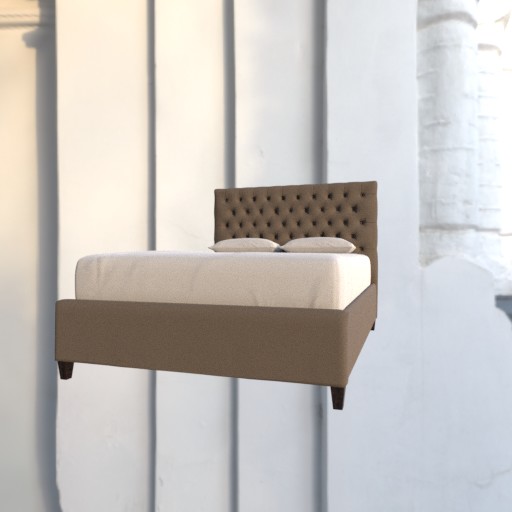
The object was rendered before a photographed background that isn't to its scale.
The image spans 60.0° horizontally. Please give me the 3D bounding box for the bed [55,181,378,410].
[{"bbox_3d":[0.000,0.000,3.417,1.698,1.427,2.387,0,0,18],"label":"bed"}]
